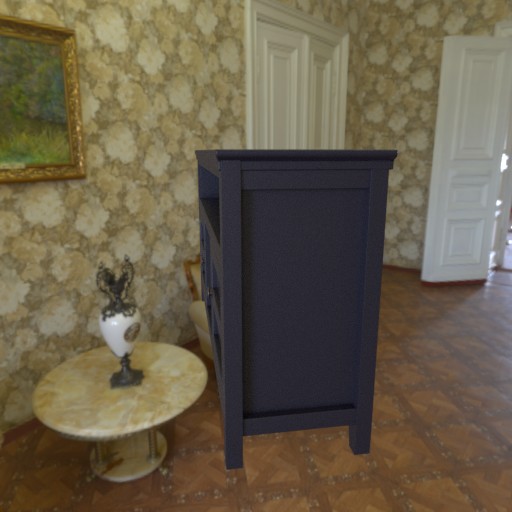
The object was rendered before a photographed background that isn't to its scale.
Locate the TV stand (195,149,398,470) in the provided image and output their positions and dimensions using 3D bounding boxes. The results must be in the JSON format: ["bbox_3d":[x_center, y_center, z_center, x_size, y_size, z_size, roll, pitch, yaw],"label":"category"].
[{"bbox_3d":[0.000,0.000,1.464,0.347,0.681,1.198,-2,14,-9],"label":"TV stand"}]
